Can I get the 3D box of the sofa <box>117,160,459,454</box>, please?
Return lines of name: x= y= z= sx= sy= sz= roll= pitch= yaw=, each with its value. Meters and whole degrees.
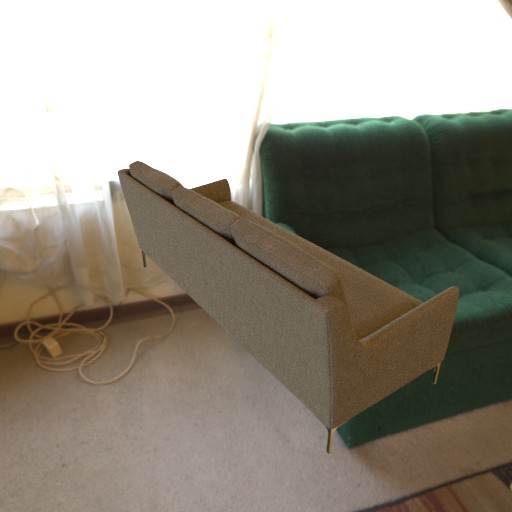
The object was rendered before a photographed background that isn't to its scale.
sofa: x=0.000 y=0.000 z=2.567 sx=0.849 sy=0.837 sz=2.060 roll=-17 pitch=32 yaw=-31
